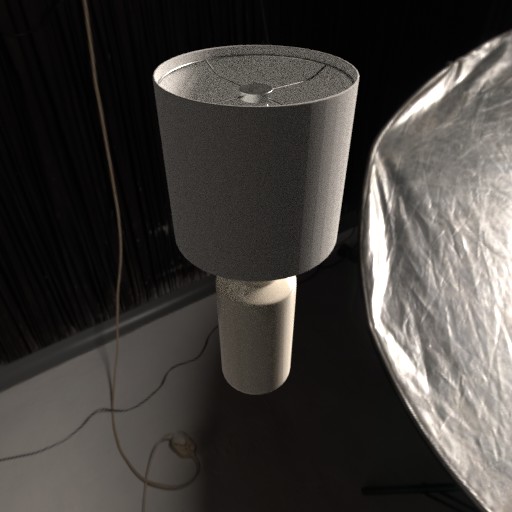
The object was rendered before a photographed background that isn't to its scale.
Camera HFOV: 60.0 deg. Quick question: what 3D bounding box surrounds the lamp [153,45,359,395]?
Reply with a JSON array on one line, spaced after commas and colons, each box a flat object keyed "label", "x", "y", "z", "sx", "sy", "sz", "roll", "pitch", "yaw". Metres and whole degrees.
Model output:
[{"label": "lamp", "x": 0.000, "y": 0.000, "z": 0.614, "sx": 0.212, "sy": 0.493, "sz": 0.212, "roll": -25, "pitch": 45, "yaw": -28}]
